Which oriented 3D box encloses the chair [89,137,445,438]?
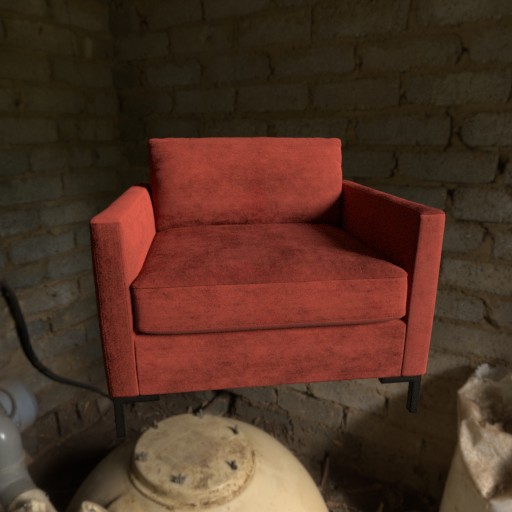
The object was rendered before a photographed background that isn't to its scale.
[{"bbox_3d":[0.000,0.000,1.581,0.964,0.812,0.875,-2,16,-7],"label":"chair"}]
